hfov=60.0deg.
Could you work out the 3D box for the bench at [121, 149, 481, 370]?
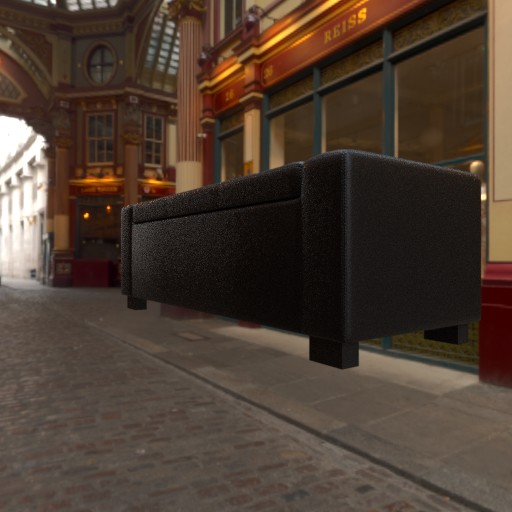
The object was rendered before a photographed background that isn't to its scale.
[{"bbox_3d":[0.000,0.000,1.511,0.508,0.445,1.296,0,0,-35],"label":"bench"}]
